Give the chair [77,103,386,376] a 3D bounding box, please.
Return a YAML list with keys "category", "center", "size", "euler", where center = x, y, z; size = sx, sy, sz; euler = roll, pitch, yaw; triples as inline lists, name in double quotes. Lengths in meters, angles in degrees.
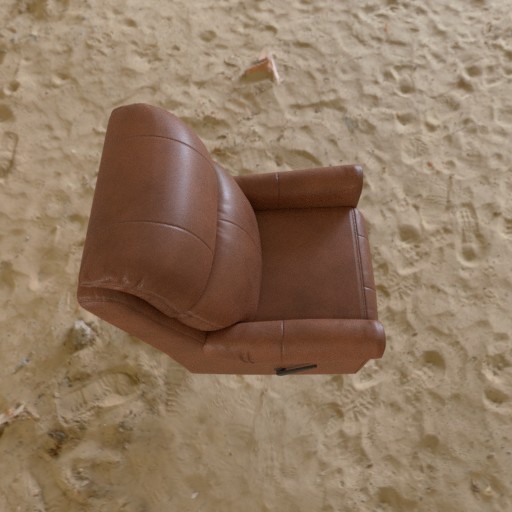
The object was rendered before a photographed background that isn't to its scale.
- category: "chair"
  center: [0.000, 0.000, 1.786]
  size: [1.014, 1.054, 0.838]
  euler: [0, 63, 0]
